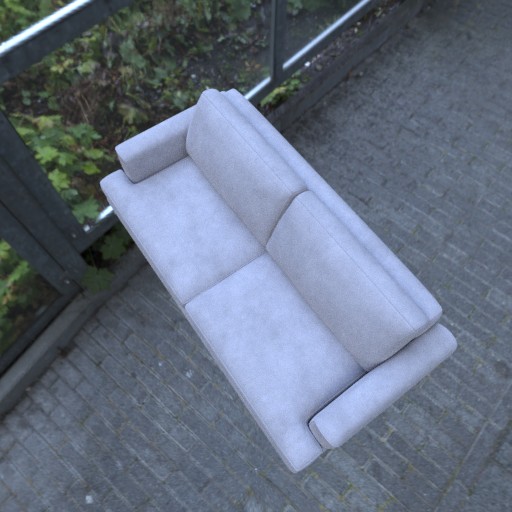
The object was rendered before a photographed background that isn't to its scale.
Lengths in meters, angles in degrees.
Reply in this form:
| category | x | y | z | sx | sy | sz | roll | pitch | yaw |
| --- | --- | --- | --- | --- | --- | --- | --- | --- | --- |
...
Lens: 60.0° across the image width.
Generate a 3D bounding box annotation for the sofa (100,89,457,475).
| category | x | y | z | sx | sy | sz | roll | pitch | yaw |
| --- | --- | --- | --- | --- | --- | --- | --- | --- | --- |
| sofa | 0.000 | 0.000 | 2.452 | 0.980 | 0.830 | 2.013 | -33 | 69 | -15 |
